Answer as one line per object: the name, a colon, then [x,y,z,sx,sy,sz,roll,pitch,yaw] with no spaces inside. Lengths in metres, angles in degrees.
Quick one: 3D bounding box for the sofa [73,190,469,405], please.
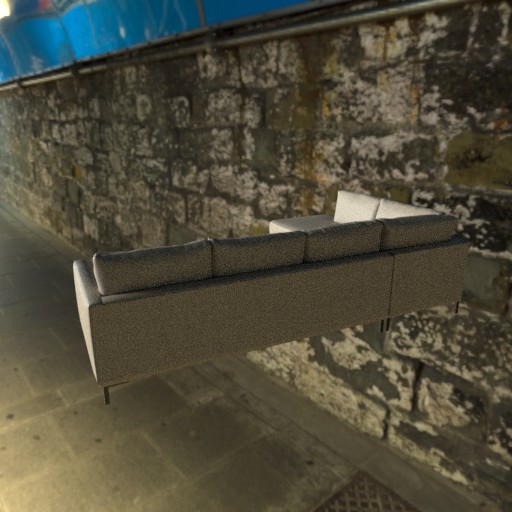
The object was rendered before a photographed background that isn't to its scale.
sofa: [0.000,0.000,3.144,2.423,0.703,1.617,-8,19,-25]
